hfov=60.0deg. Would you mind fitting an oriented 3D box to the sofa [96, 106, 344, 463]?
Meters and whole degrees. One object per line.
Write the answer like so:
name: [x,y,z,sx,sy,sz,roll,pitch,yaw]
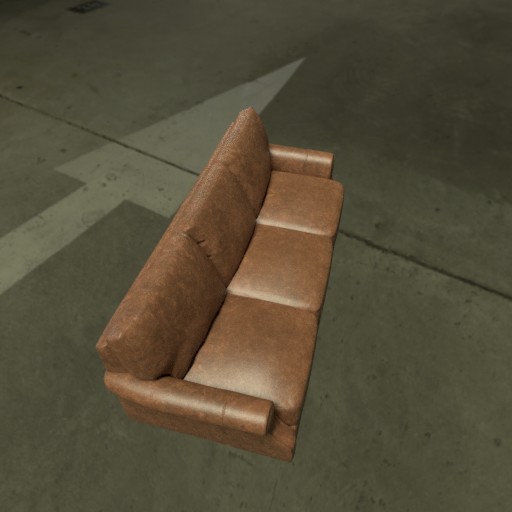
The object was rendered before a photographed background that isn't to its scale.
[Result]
sofa: [0.000,0.000,2.885,0.973,0.977,2.351,10,46,10]
